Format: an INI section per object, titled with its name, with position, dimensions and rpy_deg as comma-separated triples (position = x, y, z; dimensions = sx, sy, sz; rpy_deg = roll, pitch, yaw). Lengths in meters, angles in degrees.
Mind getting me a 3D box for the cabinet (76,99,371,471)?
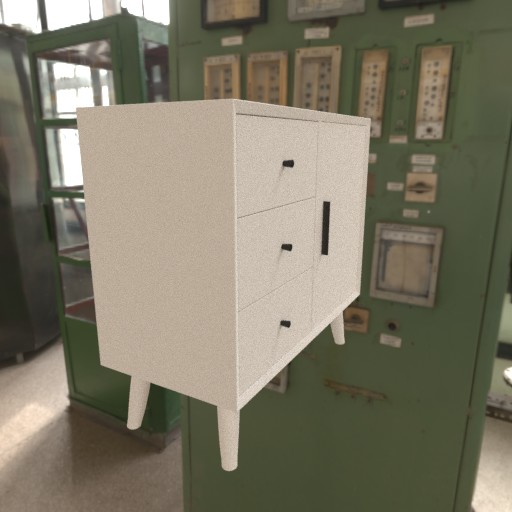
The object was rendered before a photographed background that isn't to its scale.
[cabinet]
position = 0.000, 0.000, 1.247
dimensions = 0.398, 0.761, 0.800
rpy_deg = 8, 17, 29
